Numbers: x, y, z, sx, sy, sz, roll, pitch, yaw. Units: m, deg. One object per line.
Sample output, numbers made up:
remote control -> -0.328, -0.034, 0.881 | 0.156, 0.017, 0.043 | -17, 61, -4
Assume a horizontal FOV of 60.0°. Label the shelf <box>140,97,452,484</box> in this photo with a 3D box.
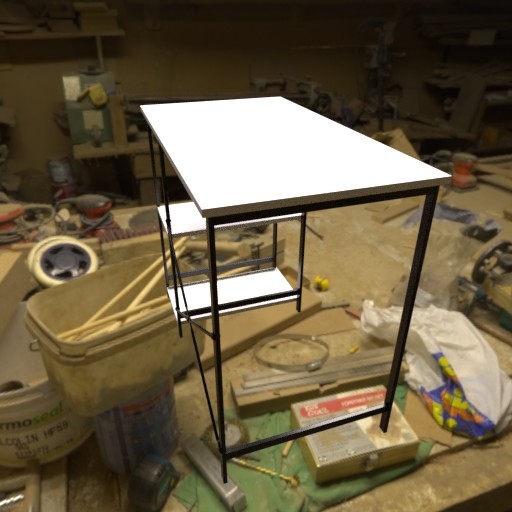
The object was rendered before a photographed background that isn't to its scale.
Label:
shelf -> 0.000, 0.000, 1.348 | 0.498, 0.750, 0.902 | -10, 31, -16
